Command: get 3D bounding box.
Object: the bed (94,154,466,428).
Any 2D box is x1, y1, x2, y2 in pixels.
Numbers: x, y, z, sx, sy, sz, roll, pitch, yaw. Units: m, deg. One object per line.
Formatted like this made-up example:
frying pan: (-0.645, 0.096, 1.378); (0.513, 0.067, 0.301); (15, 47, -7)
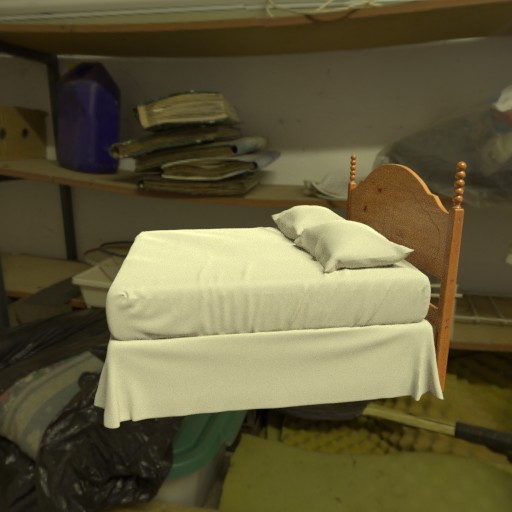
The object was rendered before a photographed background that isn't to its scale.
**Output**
bed: (0.000, 0.000, 3.133); (2.040, 1.356, 1.873); (-2, 14, -8)
